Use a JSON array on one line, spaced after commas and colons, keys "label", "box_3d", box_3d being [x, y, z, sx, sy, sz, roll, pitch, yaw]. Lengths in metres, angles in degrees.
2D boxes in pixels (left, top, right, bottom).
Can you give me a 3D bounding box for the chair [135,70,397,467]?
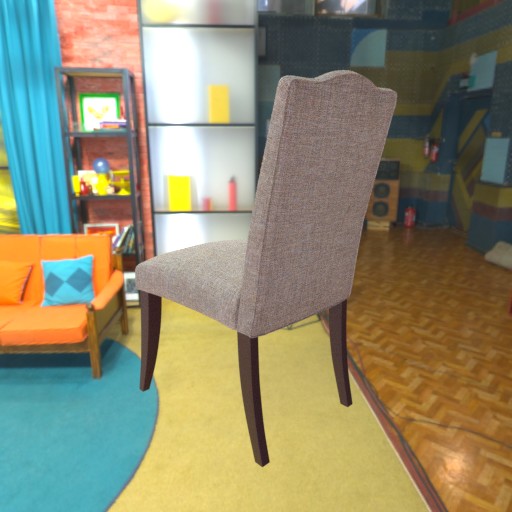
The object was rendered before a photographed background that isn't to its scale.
[{"label": "chair", "box_3d": [0.000, 0.000, 1.380, 0.513, 1.016, 0.660, -14, 21, -42]}]
